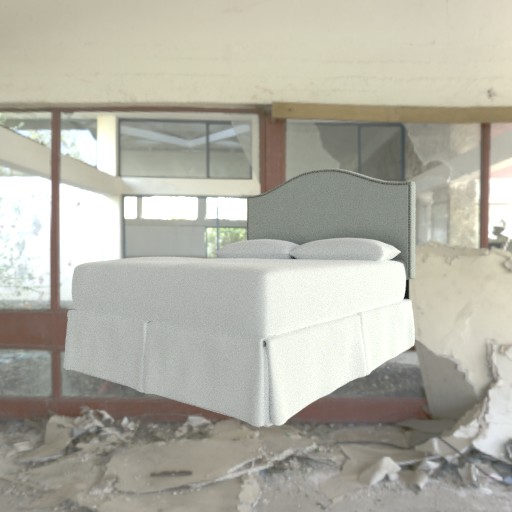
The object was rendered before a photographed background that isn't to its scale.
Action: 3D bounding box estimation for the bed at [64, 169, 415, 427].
[{"bbox_3d":[0.000,0.000,3.380,1.813,1.607,2.180,1,1,37],"label":"bed"}]
